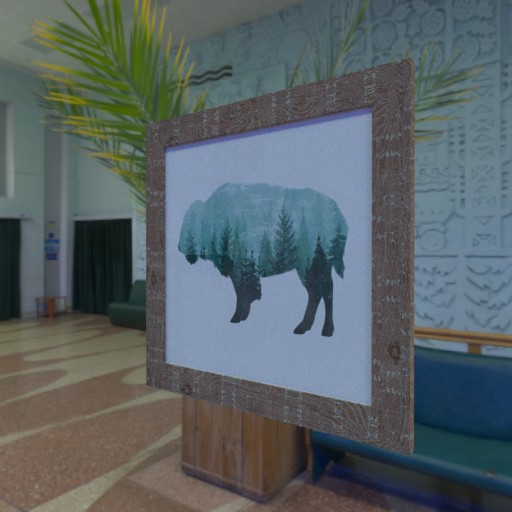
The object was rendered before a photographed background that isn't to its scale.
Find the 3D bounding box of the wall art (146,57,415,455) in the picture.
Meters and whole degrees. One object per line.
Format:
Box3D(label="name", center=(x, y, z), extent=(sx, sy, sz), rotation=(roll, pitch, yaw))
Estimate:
Box3D(label="wall art", center=(0.000, 0.000, 0.544), extent=(0.380, 0.380, 0.022), rotation=(0, 1, 36))
